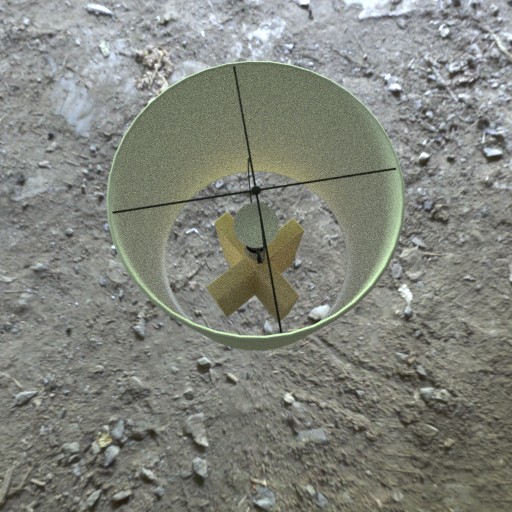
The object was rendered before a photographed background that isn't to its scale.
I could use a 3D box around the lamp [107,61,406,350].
[{"bbox_3d":[0.000,0.000,0.546,0.229,0.428,0.229,-39,79,-9],"label":"lamp"}]
